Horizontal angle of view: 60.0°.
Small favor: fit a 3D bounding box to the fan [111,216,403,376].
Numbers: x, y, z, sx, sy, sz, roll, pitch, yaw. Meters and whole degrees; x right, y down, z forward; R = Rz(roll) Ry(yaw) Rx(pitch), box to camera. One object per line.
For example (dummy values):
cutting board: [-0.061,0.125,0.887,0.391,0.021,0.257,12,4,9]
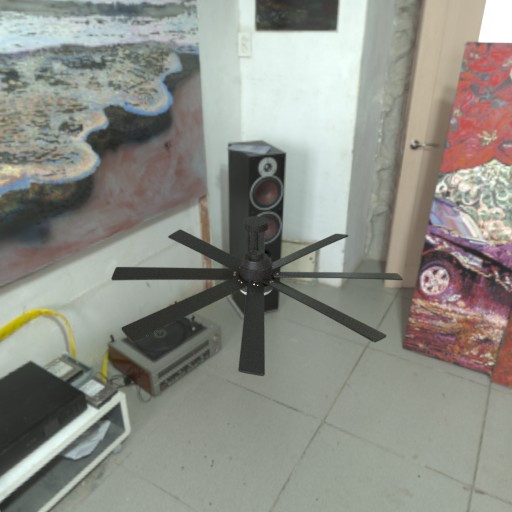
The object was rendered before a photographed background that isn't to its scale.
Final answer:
fan: [0.000,0.000,2.768,1.830,0.472,1.830,1,27,1]
